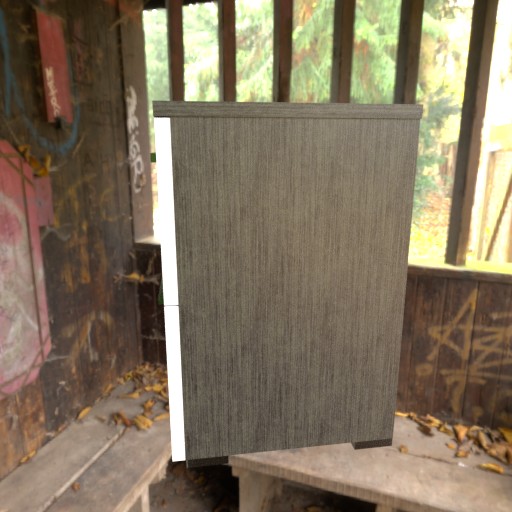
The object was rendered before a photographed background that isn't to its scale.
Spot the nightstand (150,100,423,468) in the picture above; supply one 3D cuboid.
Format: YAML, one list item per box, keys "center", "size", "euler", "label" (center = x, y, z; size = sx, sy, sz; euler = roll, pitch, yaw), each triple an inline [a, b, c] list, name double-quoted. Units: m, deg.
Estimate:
- center: [0.000, 0.000, 0.759]
  size: [0.325, 0.460, 0.441]
  euler: [-2, 14, -9]
  label: "nightstand"
